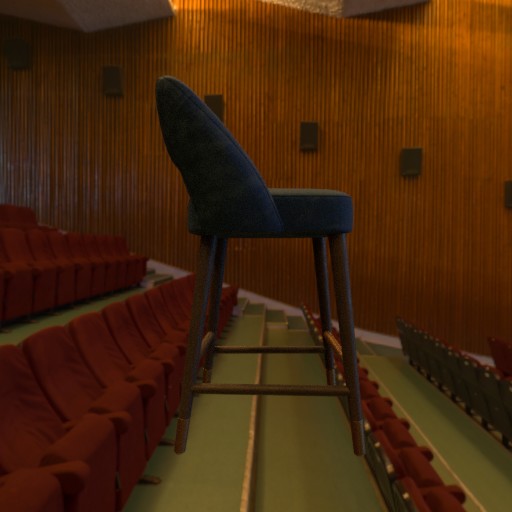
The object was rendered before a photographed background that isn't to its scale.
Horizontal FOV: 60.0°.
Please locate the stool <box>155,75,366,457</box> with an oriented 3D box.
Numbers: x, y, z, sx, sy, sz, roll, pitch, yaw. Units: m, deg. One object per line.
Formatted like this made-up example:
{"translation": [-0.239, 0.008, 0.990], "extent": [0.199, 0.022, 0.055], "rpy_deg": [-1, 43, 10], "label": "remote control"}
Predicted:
{"translation": [0.000, 0.000, 1.256], "extent": [0.524, 0.925, 0.536], "rpy_deg": [0, 1, 1], "label": "stool"}
